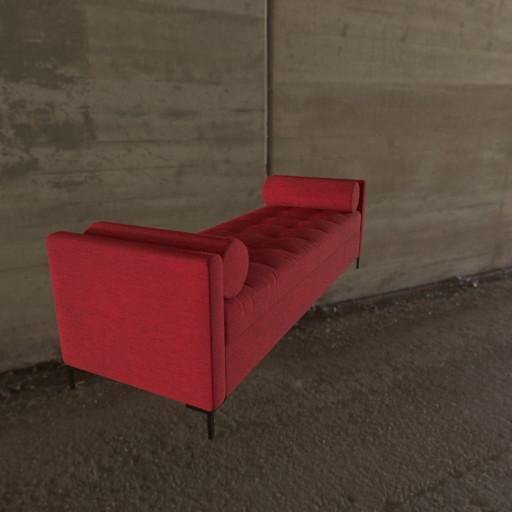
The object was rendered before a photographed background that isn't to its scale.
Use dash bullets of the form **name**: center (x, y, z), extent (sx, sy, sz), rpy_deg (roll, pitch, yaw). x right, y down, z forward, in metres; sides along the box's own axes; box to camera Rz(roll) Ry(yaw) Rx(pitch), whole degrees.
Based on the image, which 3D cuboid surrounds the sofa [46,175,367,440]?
- **sofa**: center (0.000, 0.000, 2.343), extent (0.686, 0.635, 1.981), rpy_deg (8, 19, 25)
